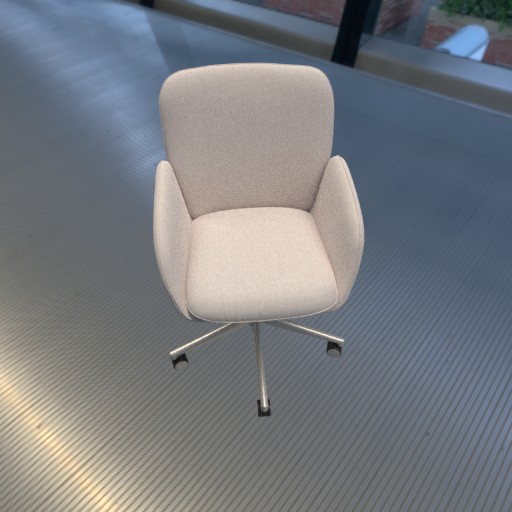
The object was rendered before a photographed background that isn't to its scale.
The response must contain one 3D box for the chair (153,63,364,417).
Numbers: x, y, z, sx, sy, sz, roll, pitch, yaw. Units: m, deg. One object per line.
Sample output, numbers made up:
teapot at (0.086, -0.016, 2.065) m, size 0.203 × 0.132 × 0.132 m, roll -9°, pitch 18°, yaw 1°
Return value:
chair at (0.000, 0.000, 1.393) m, size 0.648 × 0.959 × 0.633 m, roll -4°, pitch 46°, yaw -4°
